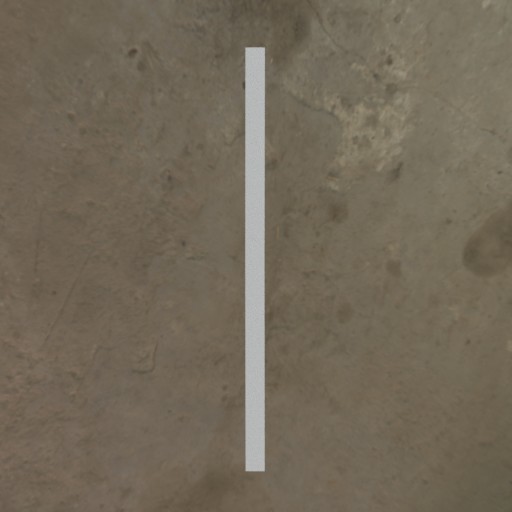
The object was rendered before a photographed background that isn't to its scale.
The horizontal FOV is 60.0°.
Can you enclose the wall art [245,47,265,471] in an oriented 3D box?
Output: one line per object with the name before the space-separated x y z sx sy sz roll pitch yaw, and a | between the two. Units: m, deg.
wall art | 0.000 0.000 1.355 0.039 1.050 0.795 0 91 0
